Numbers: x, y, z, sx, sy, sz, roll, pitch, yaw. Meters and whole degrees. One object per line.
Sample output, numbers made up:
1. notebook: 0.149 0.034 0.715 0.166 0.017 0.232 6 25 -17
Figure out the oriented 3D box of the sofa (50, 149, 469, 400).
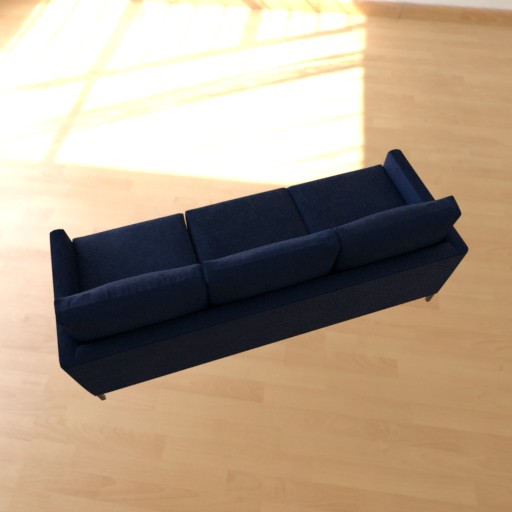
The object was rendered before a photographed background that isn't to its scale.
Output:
1. sofa: 0.000 0.000 2.648 2.252 0.879 0.875 -15 58 -9
